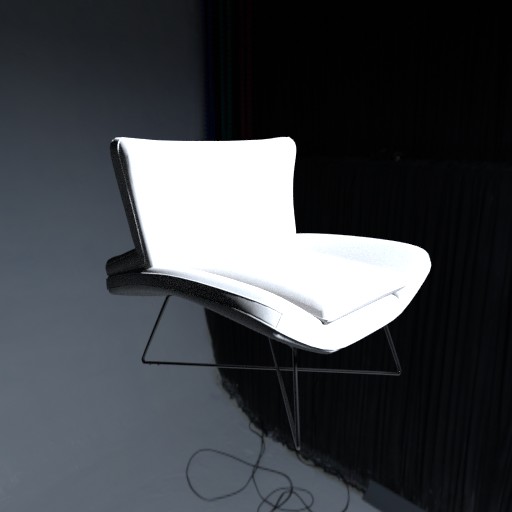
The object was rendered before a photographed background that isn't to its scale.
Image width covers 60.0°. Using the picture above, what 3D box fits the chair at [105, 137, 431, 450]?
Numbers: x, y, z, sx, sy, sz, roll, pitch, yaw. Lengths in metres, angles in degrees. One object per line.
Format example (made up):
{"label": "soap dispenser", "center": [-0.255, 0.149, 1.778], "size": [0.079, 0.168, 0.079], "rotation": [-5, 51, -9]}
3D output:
{"label": "chair", "center": [0.000, 0.000, 1.655], "size": [0.859, 0.855, 1.008], "rotation": [-14, 21, -43]}
